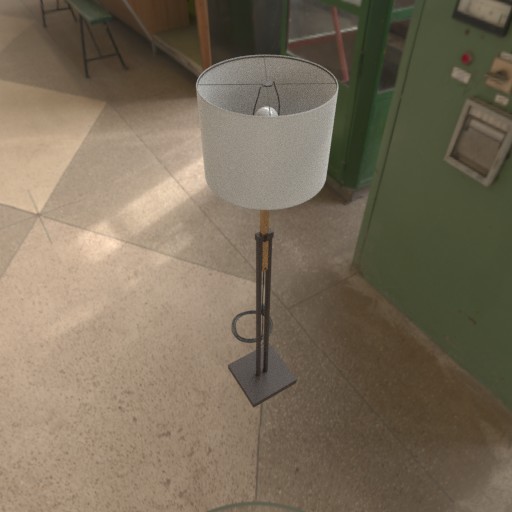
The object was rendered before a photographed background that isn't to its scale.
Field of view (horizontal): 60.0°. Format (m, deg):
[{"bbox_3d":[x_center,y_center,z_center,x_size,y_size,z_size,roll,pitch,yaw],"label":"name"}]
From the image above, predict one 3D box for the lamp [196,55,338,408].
[{"bbox_3d":[0.000,0.000,1.939,0.474,1.650,0.639,-24,50,-22],"label":"lamp"}]
